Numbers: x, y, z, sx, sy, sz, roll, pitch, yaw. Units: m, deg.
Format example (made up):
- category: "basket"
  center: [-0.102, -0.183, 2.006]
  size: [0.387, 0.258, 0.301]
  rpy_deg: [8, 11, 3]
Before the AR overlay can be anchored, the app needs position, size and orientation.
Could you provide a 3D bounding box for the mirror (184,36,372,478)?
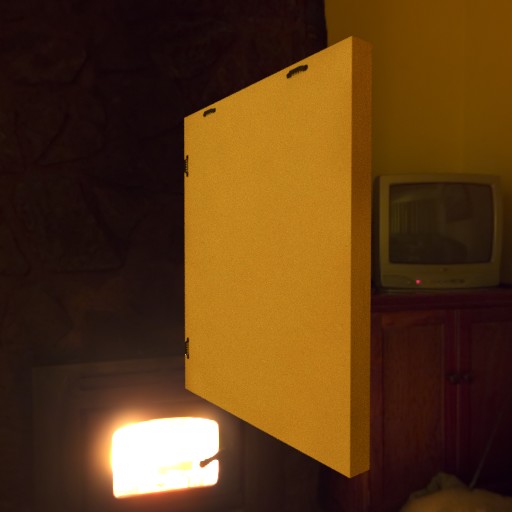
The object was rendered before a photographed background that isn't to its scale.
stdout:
- category: "mirror"
  center: [0.000, 0.000, 0.680]
  size: [0.041, 0.509, 0.406]
  rpy_deg: [-1, 2, -37]
